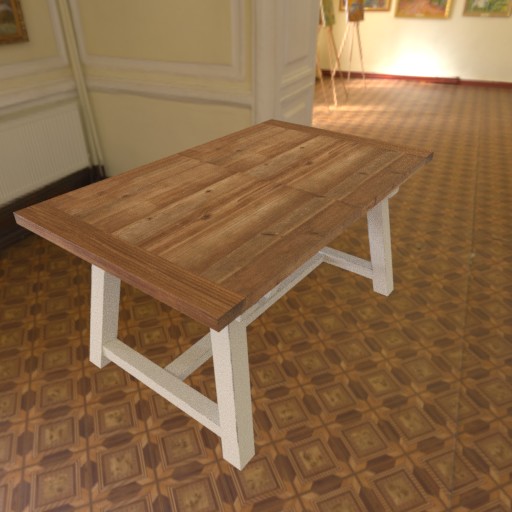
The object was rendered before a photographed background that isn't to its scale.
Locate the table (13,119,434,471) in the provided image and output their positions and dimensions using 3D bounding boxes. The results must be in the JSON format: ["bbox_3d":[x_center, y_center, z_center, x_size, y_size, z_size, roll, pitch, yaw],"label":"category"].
[{"bbox_3d":[0.000,0.000,1.968,0.922,0.743,1.503,22,38,31],"label":"table"}]
